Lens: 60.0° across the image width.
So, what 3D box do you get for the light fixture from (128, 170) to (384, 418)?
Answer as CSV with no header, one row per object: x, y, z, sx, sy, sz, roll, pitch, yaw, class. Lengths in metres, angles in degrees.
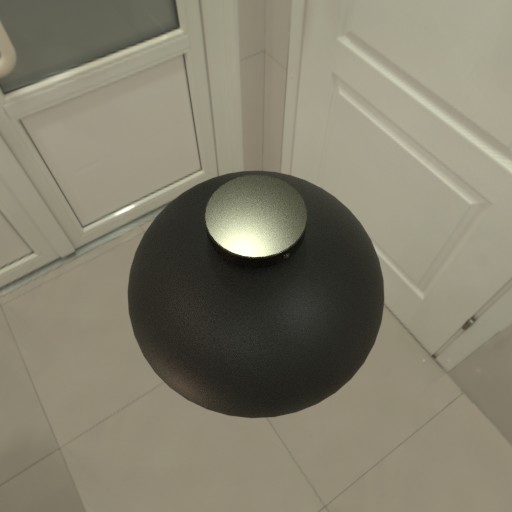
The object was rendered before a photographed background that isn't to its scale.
0.000,0.000,0.556,0.355,0.177,0.355,0,59,0,light fixture
